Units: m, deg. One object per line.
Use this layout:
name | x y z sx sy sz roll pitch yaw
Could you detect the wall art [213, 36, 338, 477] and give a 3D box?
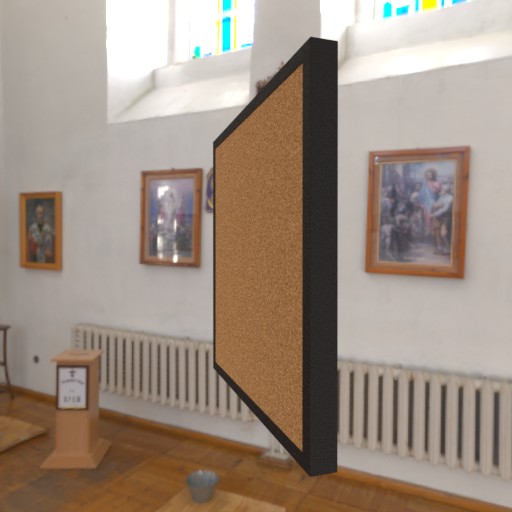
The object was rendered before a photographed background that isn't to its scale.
wall art | 0.000 0.000 0.752 0.036 0.503 0.506 0 0 -18
